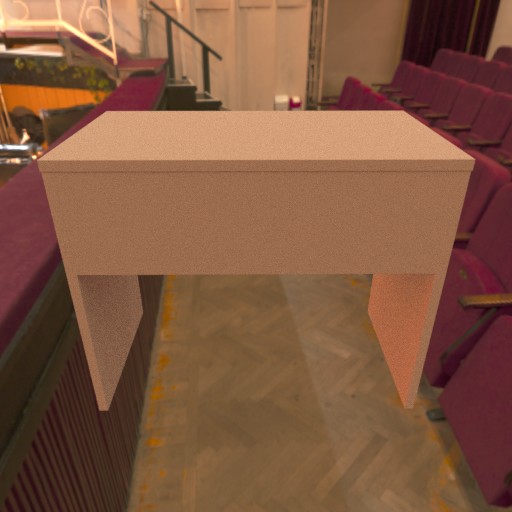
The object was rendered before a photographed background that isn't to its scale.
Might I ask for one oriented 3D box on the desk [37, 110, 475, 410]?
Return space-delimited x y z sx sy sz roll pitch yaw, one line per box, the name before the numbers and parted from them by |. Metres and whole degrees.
desk | 0.000 0.000 1.304 0.900 0.729 0.498 0 29 0
